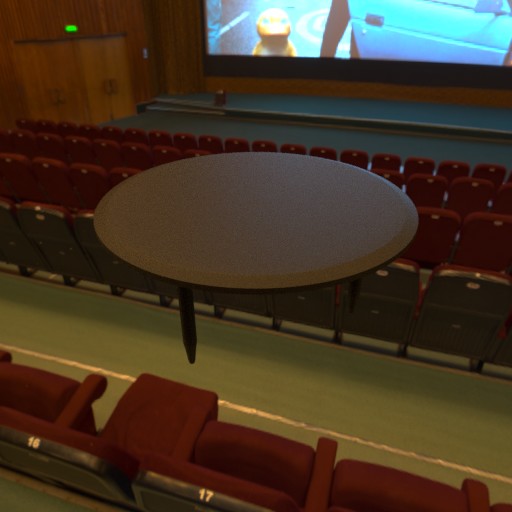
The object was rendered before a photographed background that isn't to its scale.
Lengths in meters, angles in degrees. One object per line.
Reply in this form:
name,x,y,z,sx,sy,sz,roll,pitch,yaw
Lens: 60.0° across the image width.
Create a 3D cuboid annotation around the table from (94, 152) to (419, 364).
table,0.000,0.000,1.383,0.900,0.400,0.900,0,31,0
